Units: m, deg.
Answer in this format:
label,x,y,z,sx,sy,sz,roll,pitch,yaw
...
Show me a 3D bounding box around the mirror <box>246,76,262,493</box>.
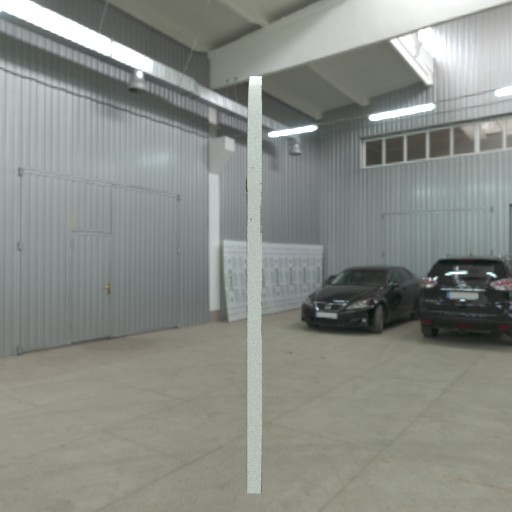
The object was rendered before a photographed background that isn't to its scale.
label,x,y,z,sx,sy,sz,roll,pitch,yaw
mirror,0.000,0.000,1.187,0.032,0.920,0.660,0,-1,1
